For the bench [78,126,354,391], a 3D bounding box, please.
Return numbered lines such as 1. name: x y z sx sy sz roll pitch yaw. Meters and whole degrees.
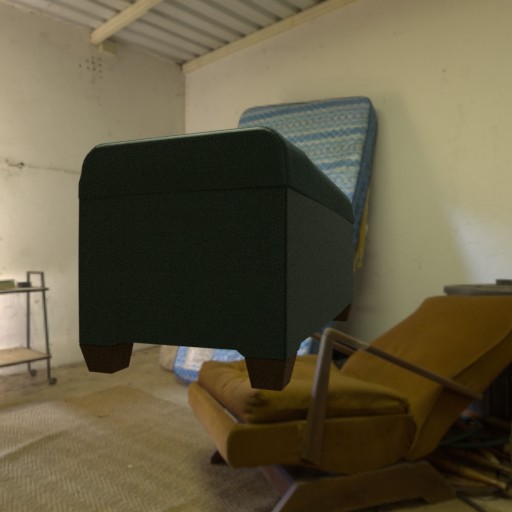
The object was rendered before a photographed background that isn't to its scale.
1. bench: 0.000 0.000 1.285 0.476 0.474 0.995 0 0 19
